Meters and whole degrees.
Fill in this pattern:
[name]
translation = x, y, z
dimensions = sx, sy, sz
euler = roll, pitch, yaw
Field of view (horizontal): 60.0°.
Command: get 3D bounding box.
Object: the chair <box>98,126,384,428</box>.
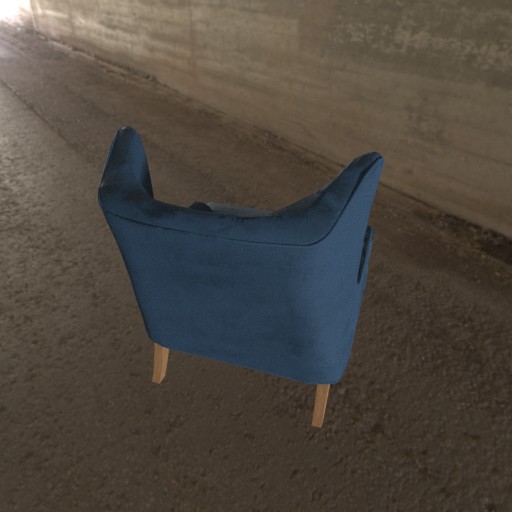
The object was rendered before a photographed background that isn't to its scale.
[chair]
translation = 0.000, 0.000, 1.613
dimensions = 0.793, 0.952, 0.910
euler = 10, 34, 15
